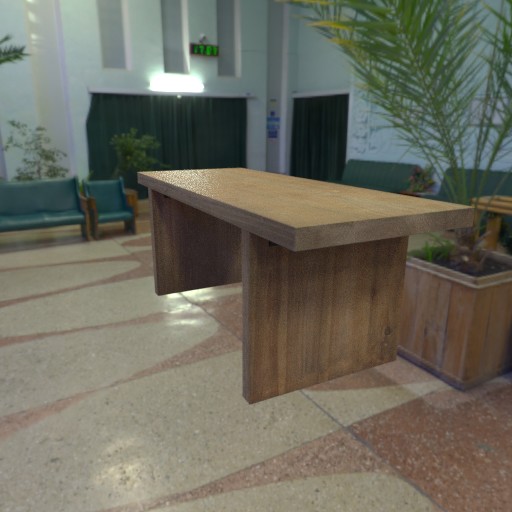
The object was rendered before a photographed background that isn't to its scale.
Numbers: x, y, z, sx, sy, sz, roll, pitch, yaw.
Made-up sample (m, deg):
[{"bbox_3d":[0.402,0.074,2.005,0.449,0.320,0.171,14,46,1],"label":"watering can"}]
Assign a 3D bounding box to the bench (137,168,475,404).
[{"bbox_3d":[0.000,0.000,1.427,0.458,0.458,1.183,-8,18,-26],"label":"bench"}]
